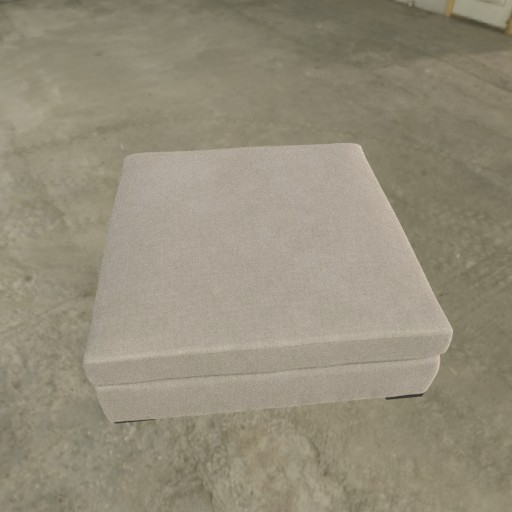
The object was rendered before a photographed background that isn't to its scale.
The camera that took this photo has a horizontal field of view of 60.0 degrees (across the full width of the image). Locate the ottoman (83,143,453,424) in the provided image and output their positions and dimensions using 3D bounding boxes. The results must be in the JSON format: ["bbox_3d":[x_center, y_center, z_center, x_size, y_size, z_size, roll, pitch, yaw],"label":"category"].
[{"bbox_3d":[0.000,0.000,1.849,1.203,0.517,1.171,-4,45,-4],"label":"ottoman"}]
